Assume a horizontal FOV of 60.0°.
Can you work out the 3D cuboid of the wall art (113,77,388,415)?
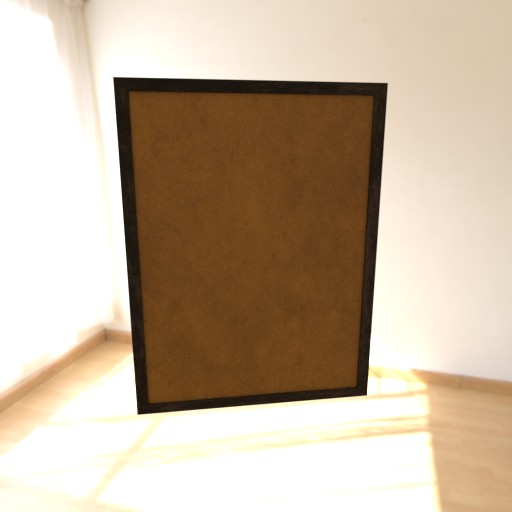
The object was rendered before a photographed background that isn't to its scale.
[{"bbox_3d":[0.000,0.000,1.437,0.812,1.066,0.029,-2,14,-8],"label":"wall art"}]
